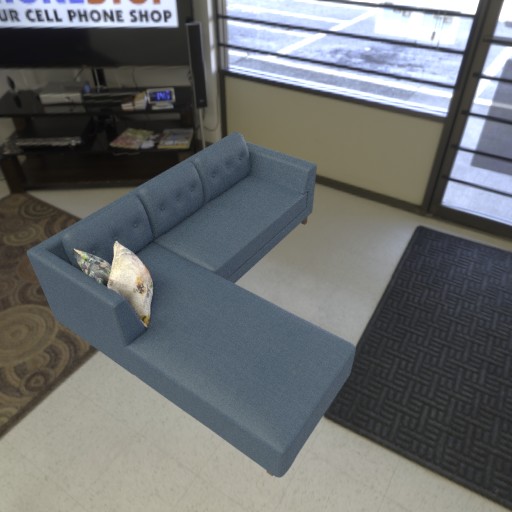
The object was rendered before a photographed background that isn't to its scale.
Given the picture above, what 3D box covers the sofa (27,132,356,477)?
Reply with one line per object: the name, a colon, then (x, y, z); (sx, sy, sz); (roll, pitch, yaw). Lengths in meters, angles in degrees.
sofa: (0.000, 0.000, 3.057); (1.829, 0.787, 2.120); (25, 46, 26)
